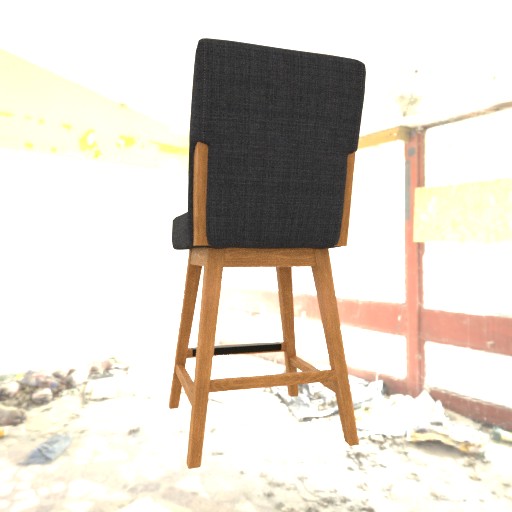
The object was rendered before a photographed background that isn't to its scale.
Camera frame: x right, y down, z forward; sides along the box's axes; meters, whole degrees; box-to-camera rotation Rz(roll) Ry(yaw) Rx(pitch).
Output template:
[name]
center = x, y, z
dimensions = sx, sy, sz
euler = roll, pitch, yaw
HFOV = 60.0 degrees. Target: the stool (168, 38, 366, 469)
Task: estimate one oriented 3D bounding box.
[stool]
center = 0.000, 0.000, 1.306
dimensions = 0.459, 1.010, 0.526
euler = 0, 0, -17
